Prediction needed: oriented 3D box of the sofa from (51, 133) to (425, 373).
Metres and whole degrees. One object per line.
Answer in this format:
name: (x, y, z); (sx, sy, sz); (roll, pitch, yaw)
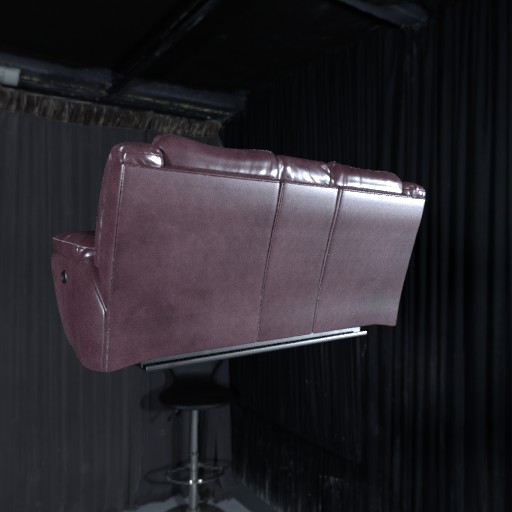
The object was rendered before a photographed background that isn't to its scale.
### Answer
sofa: (0.000, 0.000, 2.595); (2.058, 1.043, 0.991); (-1, 1, -36)
